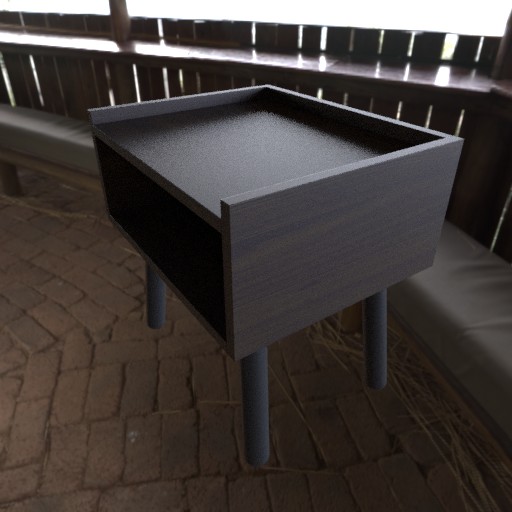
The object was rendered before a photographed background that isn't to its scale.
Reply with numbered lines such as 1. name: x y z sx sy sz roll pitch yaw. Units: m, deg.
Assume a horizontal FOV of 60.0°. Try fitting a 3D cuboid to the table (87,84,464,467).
1. table: 0.000 0.000 0.788 0.370 0.470 0.450 -20 37 -29
